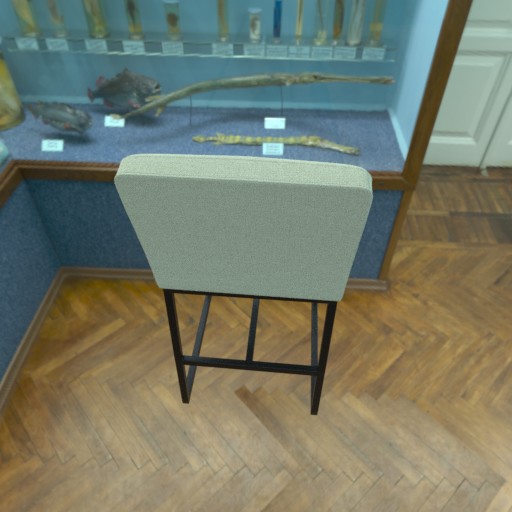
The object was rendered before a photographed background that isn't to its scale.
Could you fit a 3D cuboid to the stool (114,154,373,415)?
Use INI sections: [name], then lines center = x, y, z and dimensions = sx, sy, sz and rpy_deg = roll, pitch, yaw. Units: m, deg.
[stool]
center = 0.000, 0.000, 1.264
dimensions = 0.460, 0.940, 0.560
rpy_deg = 4, 45, 4
